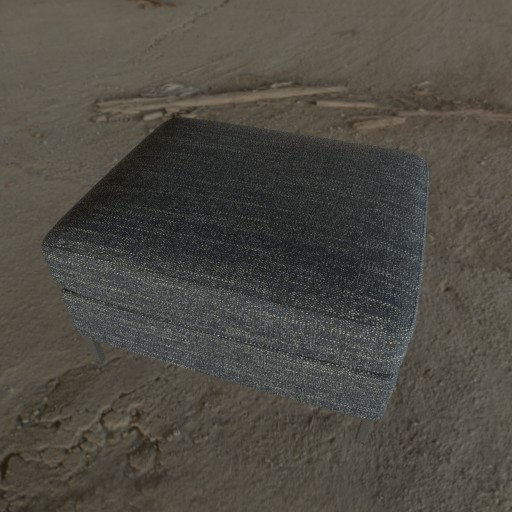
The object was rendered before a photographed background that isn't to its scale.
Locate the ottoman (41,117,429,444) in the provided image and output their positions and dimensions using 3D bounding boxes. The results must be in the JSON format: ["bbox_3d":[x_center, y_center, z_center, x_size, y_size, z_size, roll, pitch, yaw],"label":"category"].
[{"bbox_3d":[0.000,0.000,1.217,0.814,0.491,0.667,13,44,13],"label":"ottoman"}]
